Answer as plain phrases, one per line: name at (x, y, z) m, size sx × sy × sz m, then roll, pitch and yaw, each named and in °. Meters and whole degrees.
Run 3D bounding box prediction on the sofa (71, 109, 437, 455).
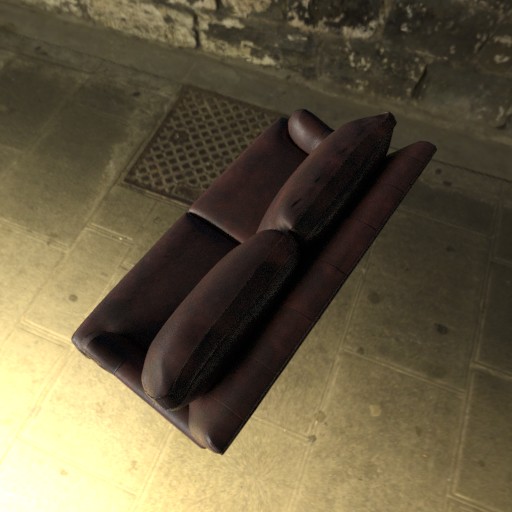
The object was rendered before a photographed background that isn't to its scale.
sofa at (0.000, 0.000, 2.746) m, size 1.147 × 1.071 × 2.144 m, roll 33°, pitch 68°, yaw 15°
